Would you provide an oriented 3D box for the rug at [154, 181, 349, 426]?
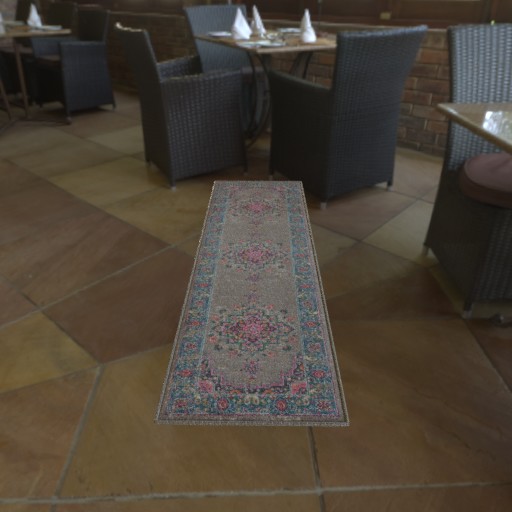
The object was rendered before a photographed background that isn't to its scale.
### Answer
[{"bbox_3d":[0.000,0.000,2.025,0.553,0.012,1.827,0,31,1],"label":"rug"}]
